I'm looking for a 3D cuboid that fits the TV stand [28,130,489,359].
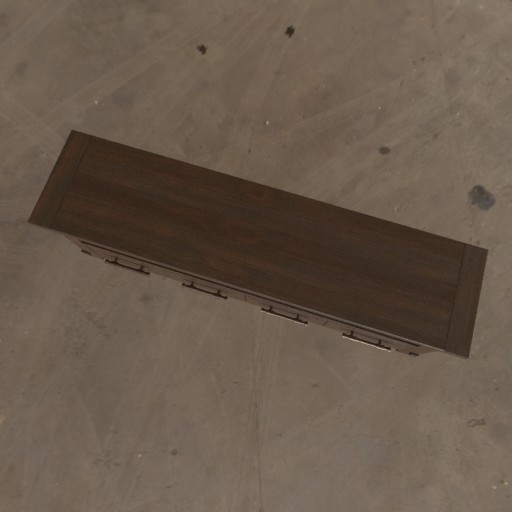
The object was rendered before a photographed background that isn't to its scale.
[{"bbox_3d":[0.000,0.000,2.133,1.866,0.615,0.471,17,75,5],"label":"TV stand"}]
